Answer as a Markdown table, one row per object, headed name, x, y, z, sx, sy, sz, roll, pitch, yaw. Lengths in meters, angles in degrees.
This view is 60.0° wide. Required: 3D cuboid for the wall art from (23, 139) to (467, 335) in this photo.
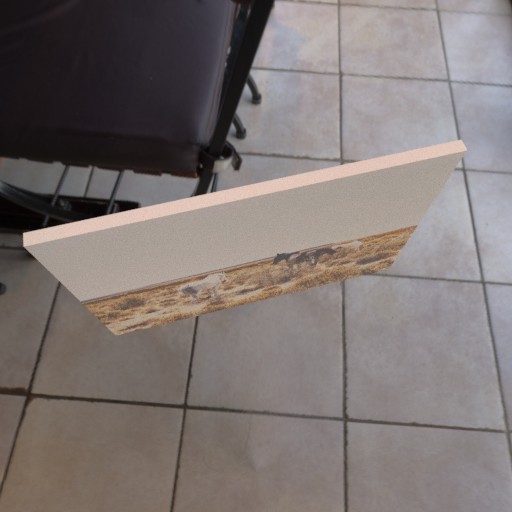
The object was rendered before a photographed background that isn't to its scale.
| name | x | y | z | sx | sy | sz | roll | pitch | yaw |
| --- | --- | --- | --- | --- | --- | --- | --- | --- | --- |
| wall art | 0.000 | 0.000 | 1.940 | 1.520 | 1.016 | 0.051 | -13 | 65 | -6 |
